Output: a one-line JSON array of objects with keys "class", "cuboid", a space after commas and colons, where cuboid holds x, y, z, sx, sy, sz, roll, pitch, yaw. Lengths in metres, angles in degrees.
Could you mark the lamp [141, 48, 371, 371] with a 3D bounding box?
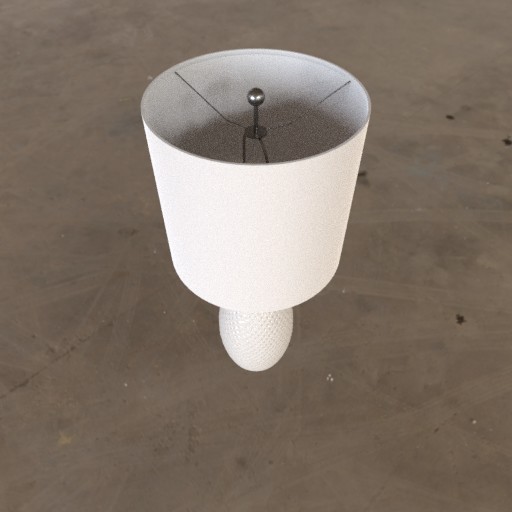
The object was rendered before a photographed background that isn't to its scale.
[{"class": "lamp", "cuboid": [0.000, 0.000, 0.586, 0.214, 0.466, 0.214, -18, 50, -16]}]
